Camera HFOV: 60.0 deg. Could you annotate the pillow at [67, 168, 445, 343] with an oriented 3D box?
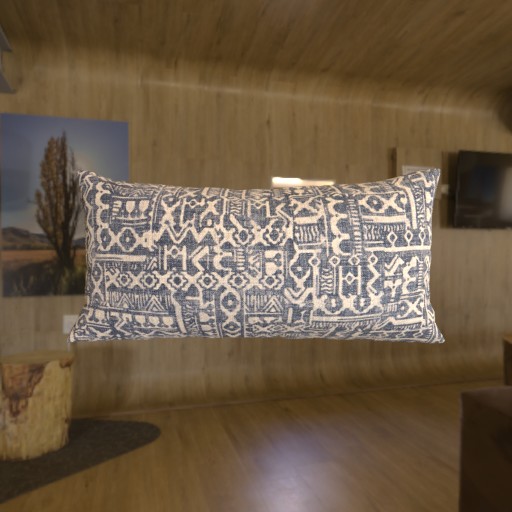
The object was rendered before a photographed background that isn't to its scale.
[{"bbox_3d":[0.000,0.000,0.741,0.631,0.292,0.148,0,0,0],"label":"pillow"}]
